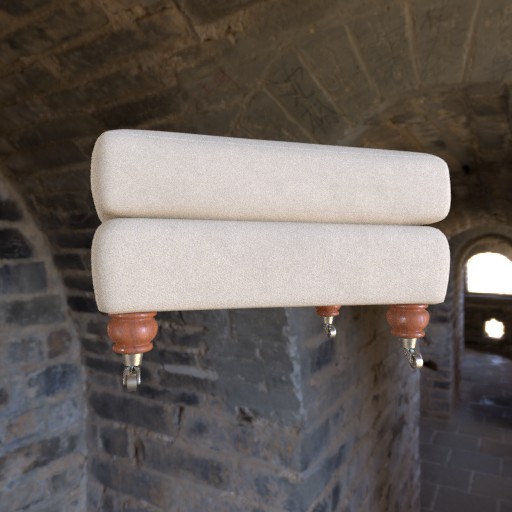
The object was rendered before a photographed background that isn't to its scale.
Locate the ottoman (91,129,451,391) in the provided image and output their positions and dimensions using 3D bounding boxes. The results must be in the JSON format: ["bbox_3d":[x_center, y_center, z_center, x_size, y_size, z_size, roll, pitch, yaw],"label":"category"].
[{"bbox_3d":[0.000,0.000,1.135,0.773,0.504,0.569,0,-1,-16],"label":"ottoman"}]
